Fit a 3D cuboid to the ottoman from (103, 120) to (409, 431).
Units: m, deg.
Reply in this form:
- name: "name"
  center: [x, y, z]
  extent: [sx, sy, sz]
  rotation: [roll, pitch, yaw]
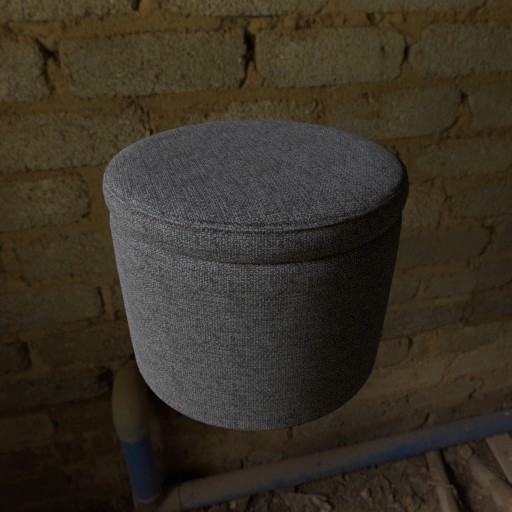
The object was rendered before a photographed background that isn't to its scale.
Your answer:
- name: "ottoman"
  center: [0.000, 0.000, 0.872]
  extent: [0.520, 0.430, 0.520]
  rotation: [0, 32, 0]
